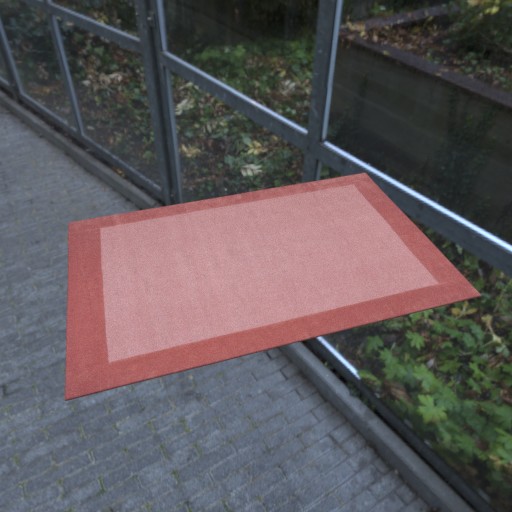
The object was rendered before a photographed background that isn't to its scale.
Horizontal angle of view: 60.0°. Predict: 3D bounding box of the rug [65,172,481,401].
[{"bbox_3d":[0.000,0.000,3.002,2.438,0.014,1.524,-11,42,-13],"label":"rug"}]
